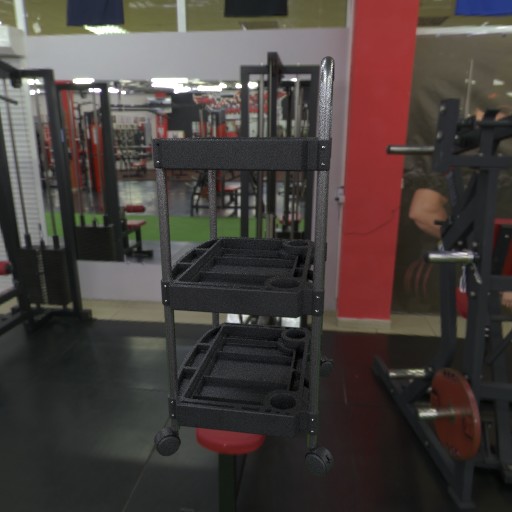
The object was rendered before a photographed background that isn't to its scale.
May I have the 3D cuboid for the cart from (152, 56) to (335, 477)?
[{"bbox_3d":[0.000,0.000,1.362,0.518,1.075,0.584,3,16,9],"label":"cart"}]
